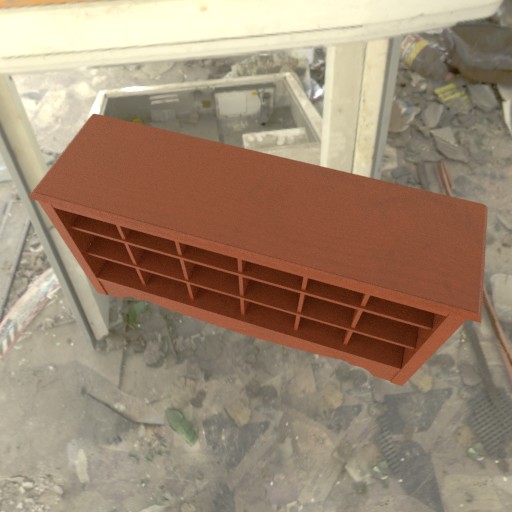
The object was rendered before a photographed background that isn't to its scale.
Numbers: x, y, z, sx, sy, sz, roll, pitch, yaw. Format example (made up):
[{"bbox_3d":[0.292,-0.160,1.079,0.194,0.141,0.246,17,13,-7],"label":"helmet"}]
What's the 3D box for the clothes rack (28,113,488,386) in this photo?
[{"bbox_3d":[0.000,0.000,1.493,1.251,0.594,0.362,15,59,9],"label":"clothes rack"}]
